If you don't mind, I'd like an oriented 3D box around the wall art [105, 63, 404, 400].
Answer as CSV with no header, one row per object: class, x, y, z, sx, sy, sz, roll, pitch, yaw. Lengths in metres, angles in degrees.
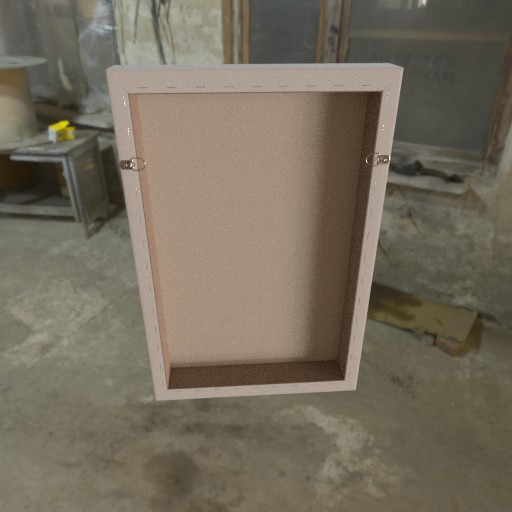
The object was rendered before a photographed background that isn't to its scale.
wall art,0.000,0.000,0.482,0.252,0.381,0.039,-2,29,-3
